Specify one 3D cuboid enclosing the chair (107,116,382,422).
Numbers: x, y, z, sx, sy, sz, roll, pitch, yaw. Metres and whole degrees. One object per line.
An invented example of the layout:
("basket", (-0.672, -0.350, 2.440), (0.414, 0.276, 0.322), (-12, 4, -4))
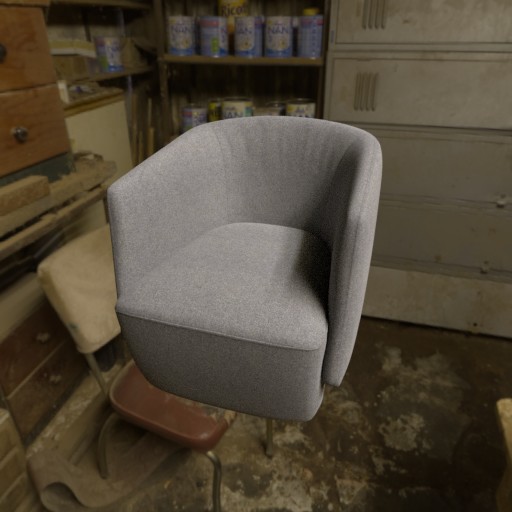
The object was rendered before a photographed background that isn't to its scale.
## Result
("chair", (0.000, 0.000, 1.656), (0.822, 0.861, 0.986), (8, 28, 16))
